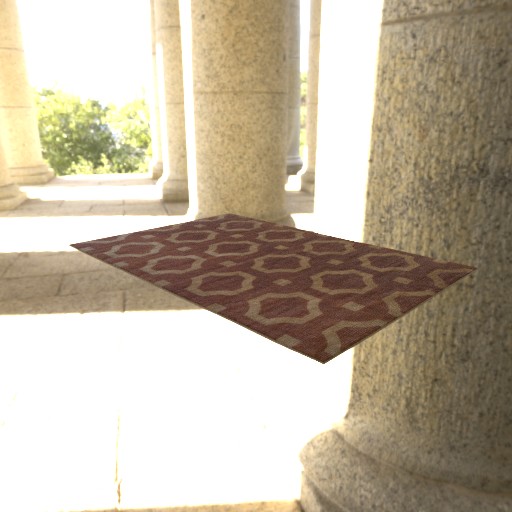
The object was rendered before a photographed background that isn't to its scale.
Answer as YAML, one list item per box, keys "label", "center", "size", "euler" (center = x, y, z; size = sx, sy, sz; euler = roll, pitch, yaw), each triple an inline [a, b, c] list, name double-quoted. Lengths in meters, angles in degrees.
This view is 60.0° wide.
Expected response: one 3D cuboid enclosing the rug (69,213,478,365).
- label: "rug"
  center: [0.000, 0.000, 2.951]
  size: [1.555, 0.016, 2.286]
  euler: [-16, 24, -42]
